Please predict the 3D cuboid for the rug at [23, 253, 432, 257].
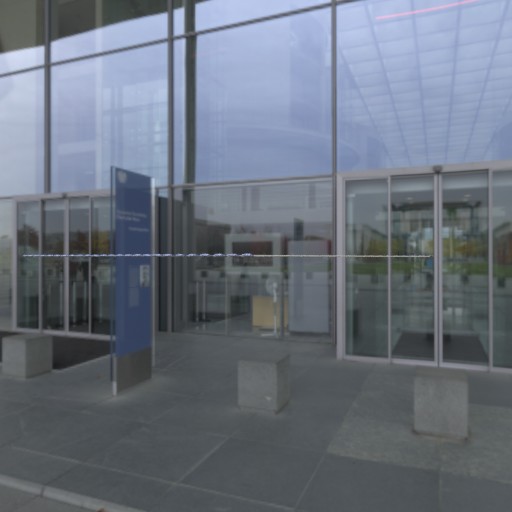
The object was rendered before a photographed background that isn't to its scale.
[{"bbox_3d":[0.000,0.000,4.406,2.471,0.016,3.416,0,0,37],"label":"rug"}]
